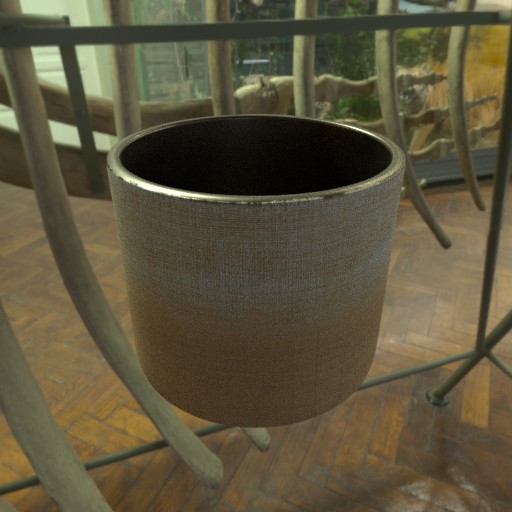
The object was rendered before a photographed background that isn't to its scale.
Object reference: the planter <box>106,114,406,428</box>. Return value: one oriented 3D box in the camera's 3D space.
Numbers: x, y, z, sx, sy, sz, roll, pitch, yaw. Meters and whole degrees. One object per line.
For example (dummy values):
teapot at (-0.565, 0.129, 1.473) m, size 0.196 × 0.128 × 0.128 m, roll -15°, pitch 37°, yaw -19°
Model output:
planter at (0.000, 0.000, 0.437) m, size 0.254 × 0.221 × 0.254 m, roll 0°, pitch 30°, yaw 0°
